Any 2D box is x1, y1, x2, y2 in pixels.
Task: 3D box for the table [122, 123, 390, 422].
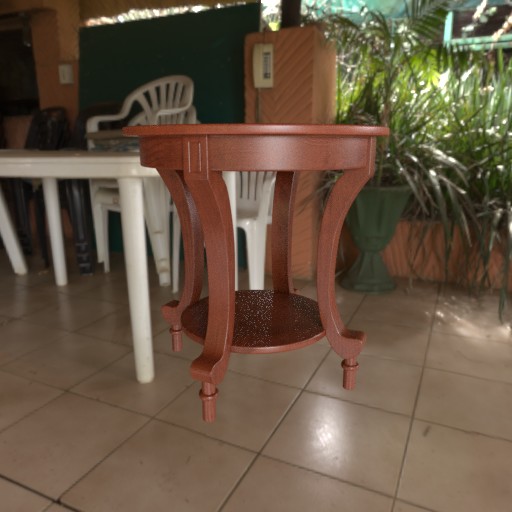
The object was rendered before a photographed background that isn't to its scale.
[{"bbox_3d":[0.000,0.000,1.106,0.597,0.612,0.597,0,14,0],"label":"table"}]
